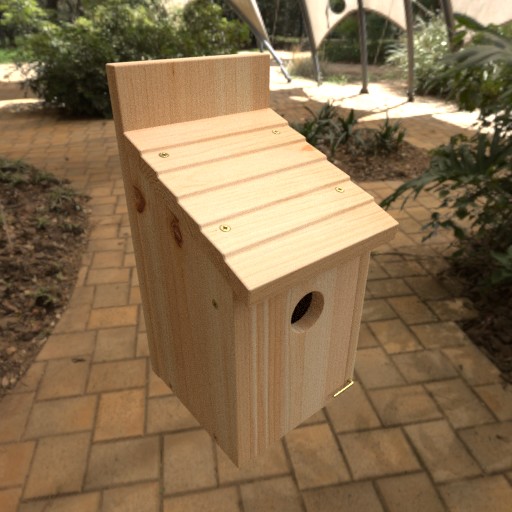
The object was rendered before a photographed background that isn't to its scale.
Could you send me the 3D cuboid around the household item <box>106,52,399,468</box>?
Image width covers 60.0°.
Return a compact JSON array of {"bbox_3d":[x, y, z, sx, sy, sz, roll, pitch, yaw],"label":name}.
[{"bbox_3d":[0.000,0.000,0.380,0.149,0.300,0.171,-22,36,-33],"label":"household item"}]
